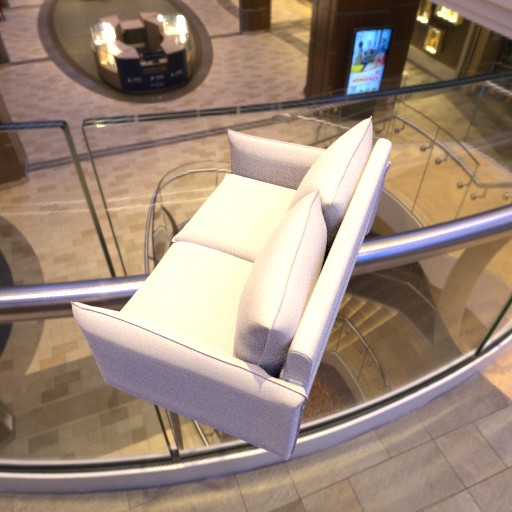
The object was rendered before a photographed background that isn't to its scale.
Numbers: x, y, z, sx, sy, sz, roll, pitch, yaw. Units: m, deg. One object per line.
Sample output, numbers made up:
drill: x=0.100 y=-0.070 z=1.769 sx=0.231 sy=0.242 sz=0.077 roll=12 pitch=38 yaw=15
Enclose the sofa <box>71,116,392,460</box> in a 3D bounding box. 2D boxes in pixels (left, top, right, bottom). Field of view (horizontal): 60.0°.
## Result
sofa: x=0.000 y=0.000 z=1.848 sx=0.820 sy=0.840 sz=1.300 roll=16 pitch=47 yaw=16
